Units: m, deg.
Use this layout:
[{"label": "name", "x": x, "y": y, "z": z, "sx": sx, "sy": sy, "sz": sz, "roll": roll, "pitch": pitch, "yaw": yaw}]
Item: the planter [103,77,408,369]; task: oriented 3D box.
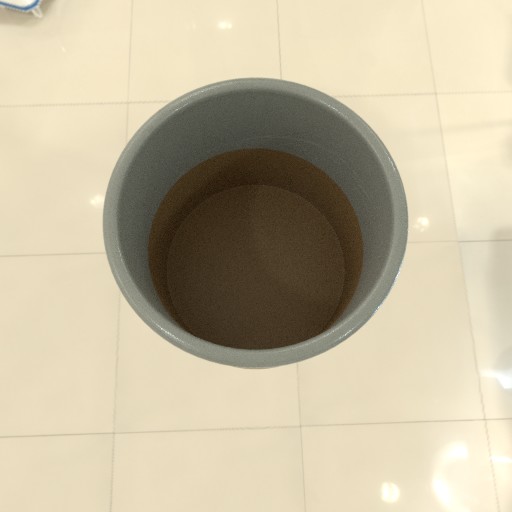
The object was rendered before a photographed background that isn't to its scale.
[{"label": "planter", "x": 0.000, "y": 0.000, "z": 0.728, "sx": 0.348, "sy": 0.480, "sz": 0.360, "roll": 5, "pitch": 76, "yaw": 1}]
